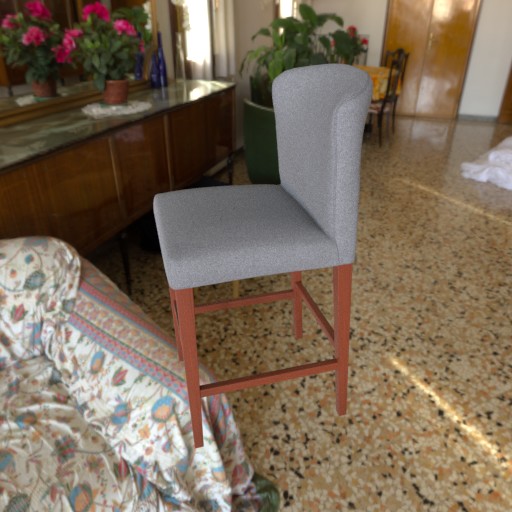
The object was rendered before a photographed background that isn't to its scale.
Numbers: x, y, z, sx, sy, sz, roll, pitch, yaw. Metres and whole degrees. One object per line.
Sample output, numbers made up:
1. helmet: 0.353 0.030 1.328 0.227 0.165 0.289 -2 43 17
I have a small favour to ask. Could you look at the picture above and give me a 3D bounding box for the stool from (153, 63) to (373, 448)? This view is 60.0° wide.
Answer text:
1. stool: 0.000 0.000 1.367 0.568 1.069 0.481 -8 30 -14
